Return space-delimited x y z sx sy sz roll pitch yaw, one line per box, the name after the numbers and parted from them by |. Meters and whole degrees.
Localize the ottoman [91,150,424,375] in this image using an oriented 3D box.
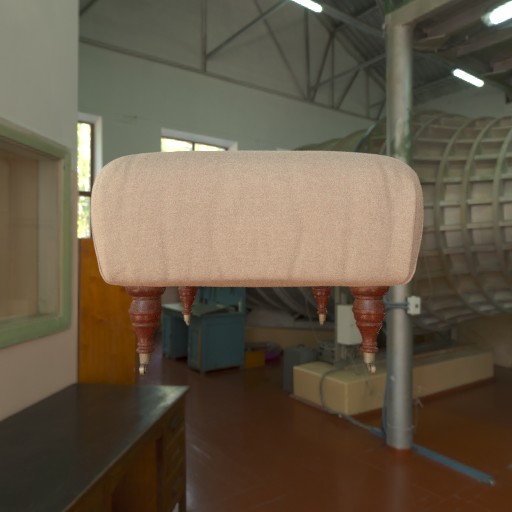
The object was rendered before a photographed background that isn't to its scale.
0.000 0.000 1.146 0.639 0.450 0.746 0 0 -1 | ottoman
